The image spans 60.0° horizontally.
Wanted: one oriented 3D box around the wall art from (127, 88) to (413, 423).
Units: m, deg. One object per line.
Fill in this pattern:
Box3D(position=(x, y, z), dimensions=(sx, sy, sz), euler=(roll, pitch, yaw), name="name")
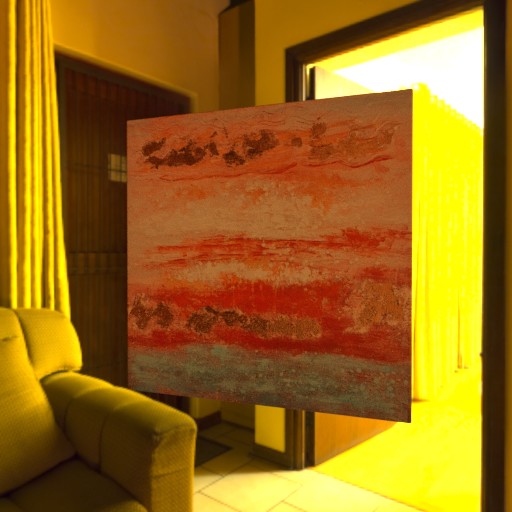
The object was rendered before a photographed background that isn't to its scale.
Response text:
Box3D(position=(0.000, 0.000, 1.123), dimensions=(0.747, 0.747, 0.035), euler=(0, 1, 19), name="wall art")
